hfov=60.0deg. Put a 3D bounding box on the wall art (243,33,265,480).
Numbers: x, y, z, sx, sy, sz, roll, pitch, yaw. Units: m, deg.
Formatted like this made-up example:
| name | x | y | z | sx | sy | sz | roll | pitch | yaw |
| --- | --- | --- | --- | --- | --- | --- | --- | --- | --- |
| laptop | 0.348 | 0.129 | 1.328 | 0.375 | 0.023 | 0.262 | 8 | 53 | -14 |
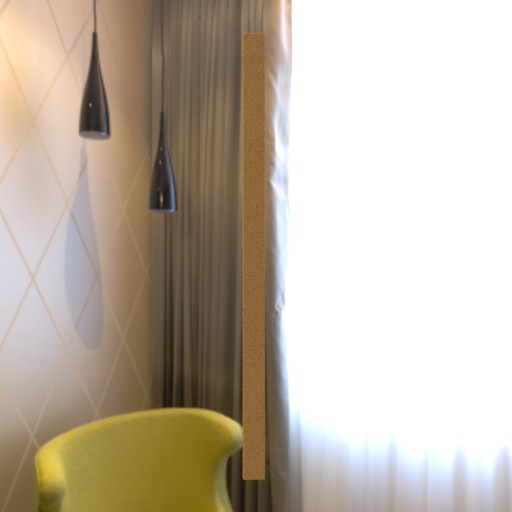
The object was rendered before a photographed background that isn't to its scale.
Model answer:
| name | x | y | z | sx | sy | sz | roll | pitch | yaw |
| --- | --- | --- | --- | --- | --- | --- | --- | --- | --- |
| wall art | 0.000 | 0.000 | 1.135 | 0.037 | 0.761 | 0.761 | 0 | 0 | 1 |
